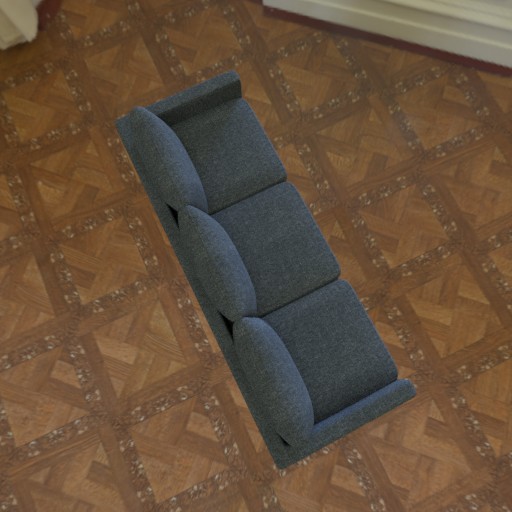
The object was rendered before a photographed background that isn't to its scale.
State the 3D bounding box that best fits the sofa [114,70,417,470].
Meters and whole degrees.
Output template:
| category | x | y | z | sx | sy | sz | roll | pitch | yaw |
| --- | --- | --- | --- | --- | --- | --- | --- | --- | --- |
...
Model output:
| category | x | y | z | sx | sy | sz | roll | pitch | yaw |
| --- | --- | --- | --- | --- | --- | --- | --- | --- | --- |
| sofa | 0.000 | 0.000 | 2.734 | 0.859 | 0.874 | 2.218 | -26 | 77 | -6 |
